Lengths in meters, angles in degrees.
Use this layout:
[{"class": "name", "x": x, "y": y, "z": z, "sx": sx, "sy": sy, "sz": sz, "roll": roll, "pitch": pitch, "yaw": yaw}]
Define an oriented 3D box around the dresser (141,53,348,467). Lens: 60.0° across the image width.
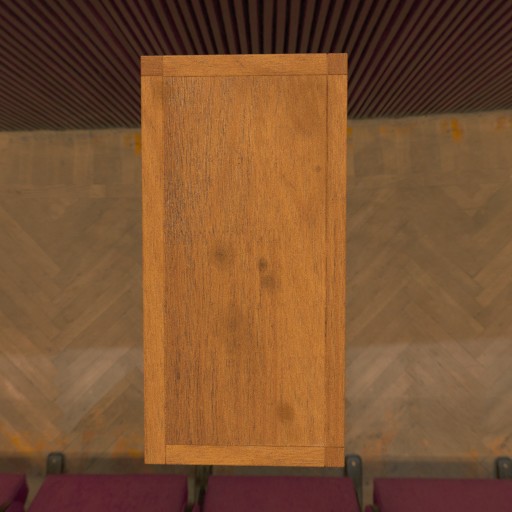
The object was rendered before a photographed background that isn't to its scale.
[{"class": "dresser", "x": 0.000, "y": 0.000, "z": 1.265, "sx": 0.427, "sy": 0.804, "sz": 0.804, "roll": 0, "pitch": 92, "yaw": 2}]
